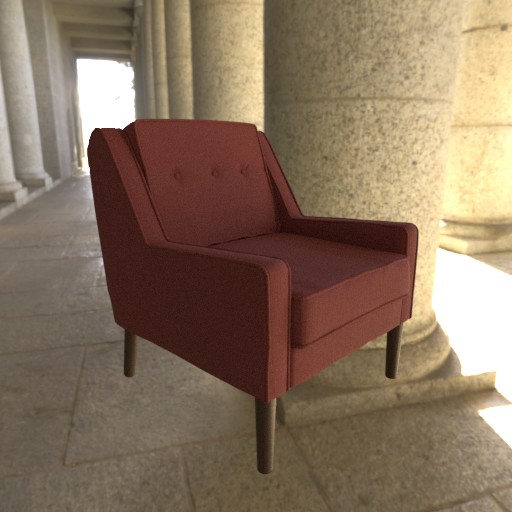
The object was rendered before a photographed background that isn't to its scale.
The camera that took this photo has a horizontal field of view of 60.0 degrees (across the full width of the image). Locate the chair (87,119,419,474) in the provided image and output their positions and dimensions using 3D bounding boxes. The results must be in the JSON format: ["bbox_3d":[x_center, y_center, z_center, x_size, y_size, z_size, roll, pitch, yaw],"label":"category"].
[{"bbox_3d":[0.000,0.000,1.351,0.770,0.812,0.680,14,20,43],"label":"chair"}]
